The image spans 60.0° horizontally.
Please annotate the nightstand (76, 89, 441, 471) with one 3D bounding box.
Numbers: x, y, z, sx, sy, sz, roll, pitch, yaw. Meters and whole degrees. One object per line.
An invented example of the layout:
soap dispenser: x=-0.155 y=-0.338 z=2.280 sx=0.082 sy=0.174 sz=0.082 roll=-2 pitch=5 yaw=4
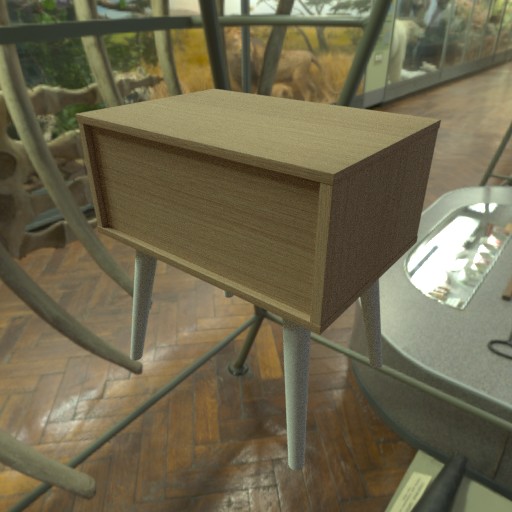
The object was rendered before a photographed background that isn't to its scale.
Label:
nightstand: x=0.000 y=0.000 z=0.991 sx=0.571 sy=0.610 sz=0.407 roll=21 pitch=36 yaw=33
